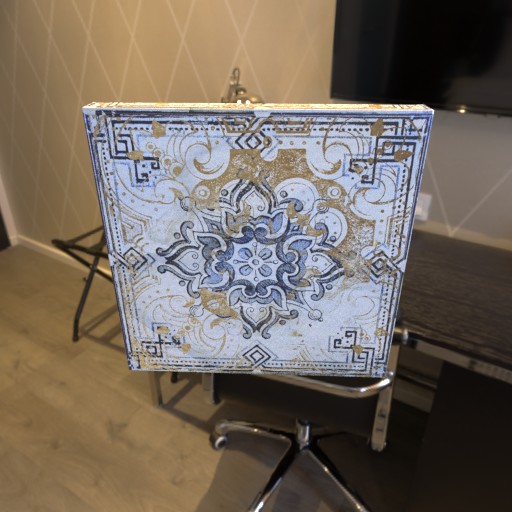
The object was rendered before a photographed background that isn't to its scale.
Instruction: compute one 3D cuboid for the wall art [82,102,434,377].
[{"bbox_3d":[0.000,0.000,0.630,0.411,0.410,0.038,1,28,2],"label":"wall art"}]
